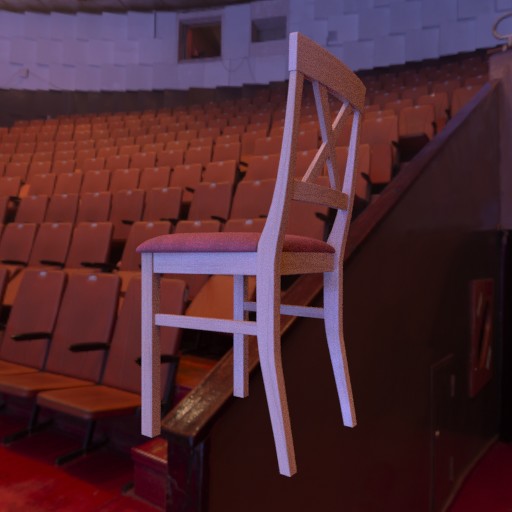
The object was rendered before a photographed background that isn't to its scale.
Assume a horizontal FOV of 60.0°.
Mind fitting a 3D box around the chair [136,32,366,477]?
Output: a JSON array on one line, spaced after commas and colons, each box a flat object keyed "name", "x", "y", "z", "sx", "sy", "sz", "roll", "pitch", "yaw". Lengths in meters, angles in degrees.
[{"name": "chair", "x": 0.000, "y": 0.000, "z": 1.176, "sx": 0.492, "sy": 0.912, "sz": 0.439, "roll": 0, "pitch": 0, "yaw": 35}]
